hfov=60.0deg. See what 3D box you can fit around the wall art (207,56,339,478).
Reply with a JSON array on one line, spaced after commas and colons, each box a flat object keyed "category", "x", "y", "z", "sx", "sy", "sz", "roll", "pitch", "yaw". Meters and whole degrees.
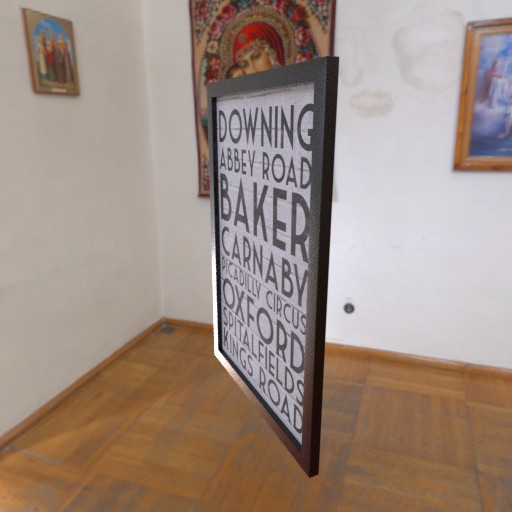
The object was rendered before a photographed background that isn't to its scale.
[{"category": "wall art", "x": 0.000, "y": 0.000, "z": 0.565, "sx": 0.013, "sy": 0.432, "sz": 0.304, "roll": -8, "pitch": 18, "yaw": -24}]
